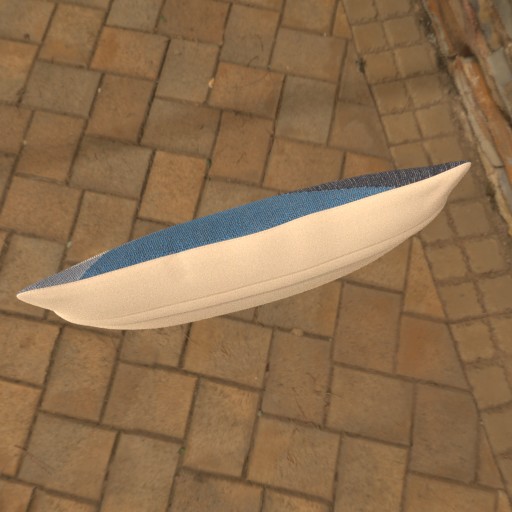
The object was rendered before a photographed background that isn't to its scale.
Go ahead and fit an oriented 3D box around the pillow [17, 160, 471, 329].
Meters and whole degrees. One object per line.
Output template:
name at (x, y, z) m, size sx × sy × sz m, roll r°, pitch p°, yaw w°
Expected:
pillow at (0.000, 0.000, 0.692) m, size 0.604 × 0.307 × 0.148 m, roll -17°, pitch 75°, yaw -5°
